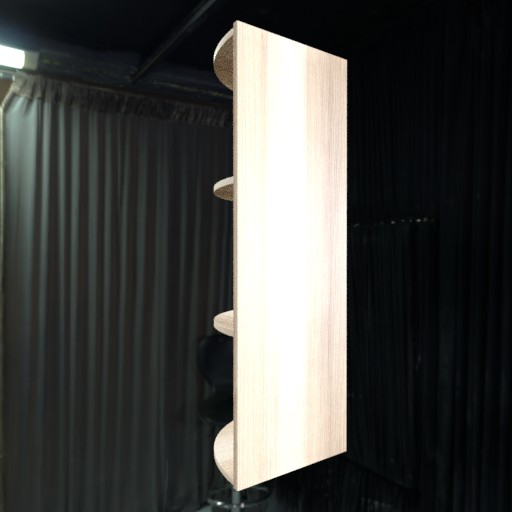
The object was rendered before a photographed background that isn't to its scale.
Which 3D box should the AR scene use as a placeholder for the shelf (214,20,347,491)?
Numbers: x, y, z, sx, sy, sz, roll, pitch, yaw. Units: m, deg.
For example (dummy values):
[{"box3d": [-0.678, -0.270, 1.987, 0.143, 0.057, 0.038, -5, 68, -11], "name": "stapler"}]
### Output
[{"box3d": [0.000, 0.000, 1.023, 0.290, 0.872, 0.290, 0, 0, -35], "name": "shelf"}]
